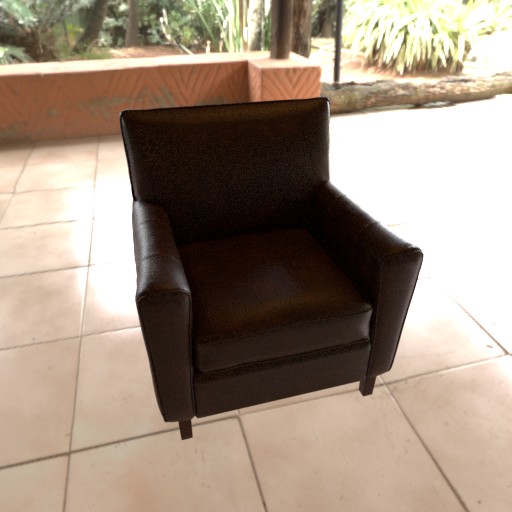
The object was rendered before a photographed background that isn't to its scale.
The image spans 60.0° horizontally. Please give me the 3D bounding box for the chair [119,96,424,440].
[{"bbox_3d":[0.000,0.000,1.644,0.870,0.943,0.823,-9,33,-13],"label":"chair"}]
